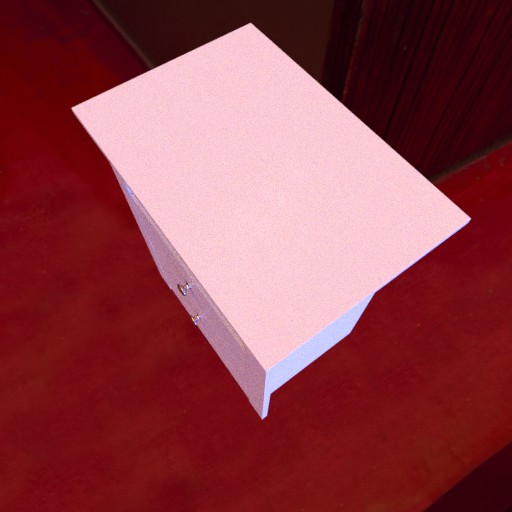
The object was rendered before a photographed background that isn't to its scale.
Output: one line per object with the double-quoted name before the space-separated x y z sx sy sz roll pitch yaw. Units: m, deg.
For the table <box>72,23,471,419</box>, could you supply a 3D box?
"table" 0.000 0.000 1.066 0.406 0.711 0.589 -33 67 -16
